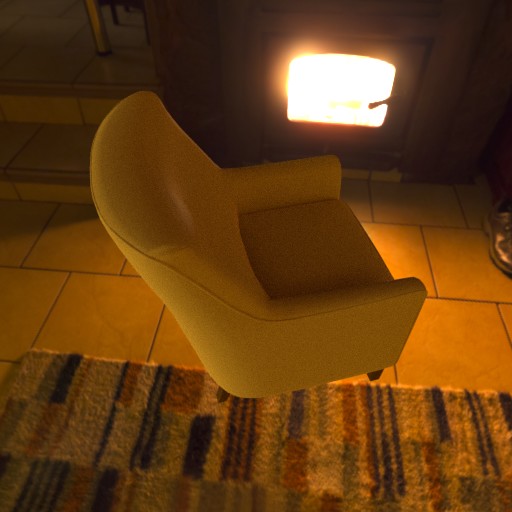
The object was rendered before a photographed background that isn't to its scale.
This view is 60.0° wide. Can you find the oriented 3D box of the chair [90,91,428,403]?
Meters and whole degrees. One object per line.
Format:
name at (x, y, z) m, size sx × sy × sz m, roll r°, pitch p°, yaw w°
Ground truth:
chair at (0.000, 0.000, 1.523) m, size 0.879 × 0.916 × 0.756 m, roll -10°, pitch 47°, yaw -10°
